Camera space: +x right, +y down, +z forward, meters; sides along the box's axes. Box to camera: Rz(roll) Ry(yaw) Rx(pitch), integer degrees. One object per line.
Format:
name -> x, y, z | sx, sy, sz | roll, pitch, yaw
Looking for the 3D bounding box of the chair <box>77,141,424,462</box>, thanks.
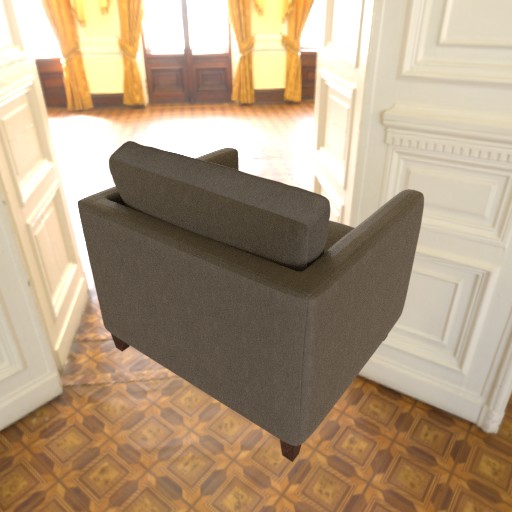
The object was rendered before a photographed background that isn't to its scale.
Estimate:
chair -> 0.000, 0.000, 1.910 | 1.107, 0.963, 0.959 | 21, 36, 31
